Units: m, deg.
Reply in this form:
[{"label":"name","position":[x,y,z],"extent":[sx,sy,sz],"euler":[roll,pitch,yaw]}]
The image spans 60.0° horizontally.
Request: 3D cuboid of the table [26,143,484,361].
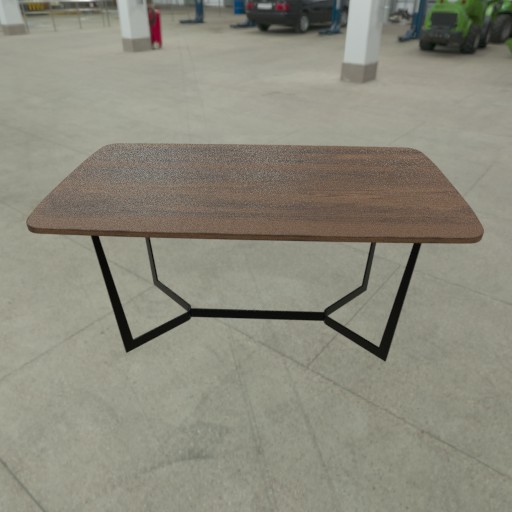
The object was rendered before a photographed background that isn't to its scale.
[{"label":"table","position":[0.000,0.000,2.095],"extent":[1.643,0.765,0.949],"euler":[1,32,2]}]
